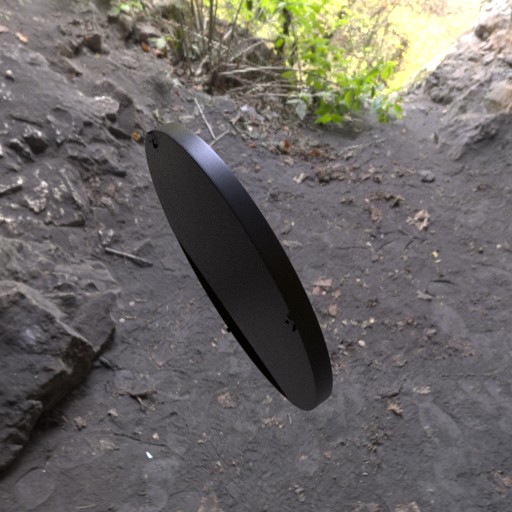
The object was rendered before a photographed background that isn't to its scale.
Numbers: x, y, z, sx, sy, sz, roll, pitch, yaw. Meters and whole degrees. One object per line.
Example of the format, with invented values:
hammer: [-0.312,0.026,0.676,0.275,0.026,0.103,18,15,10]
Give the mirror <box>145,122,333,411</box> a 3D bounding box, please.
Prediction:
mirror: [0.000,0.000,0.682,0.133,0.457,0.457,-30,64,-16]
